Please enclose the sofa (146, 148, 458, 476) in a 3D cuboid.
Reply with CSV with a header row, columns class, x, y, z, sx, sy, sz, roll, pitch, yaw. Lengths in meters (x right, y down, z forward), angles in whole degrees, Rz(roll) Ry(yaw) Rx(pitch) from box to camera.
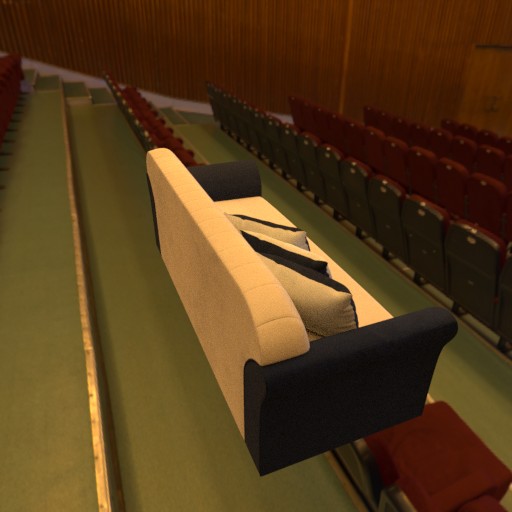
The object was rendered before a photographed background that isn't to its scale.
class,x,y,z,sx,sy,sz,roll,pitch,yaw
sofa,0.000,0.000,2.335,0.749,0.789,2.006,-12,32,-19
